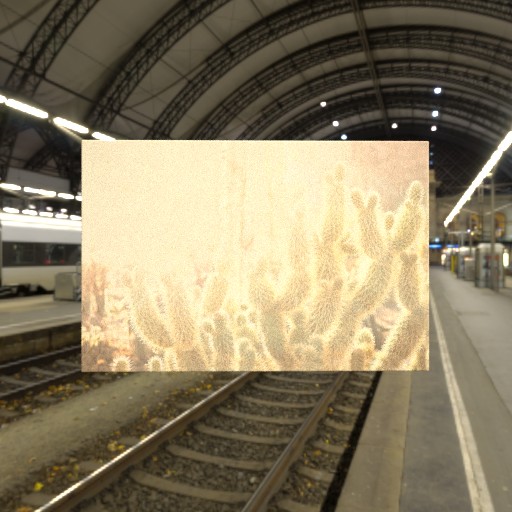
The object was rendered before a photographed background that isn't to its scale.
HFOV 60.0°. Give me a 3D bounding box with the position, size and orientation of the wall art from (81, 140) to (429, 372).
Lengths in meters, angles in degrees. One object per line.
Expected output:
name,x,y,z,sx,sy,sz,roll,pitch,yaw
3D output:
wall art,0.000,0.000,1.476,1.142,0.758,0.041,0,0,-1
